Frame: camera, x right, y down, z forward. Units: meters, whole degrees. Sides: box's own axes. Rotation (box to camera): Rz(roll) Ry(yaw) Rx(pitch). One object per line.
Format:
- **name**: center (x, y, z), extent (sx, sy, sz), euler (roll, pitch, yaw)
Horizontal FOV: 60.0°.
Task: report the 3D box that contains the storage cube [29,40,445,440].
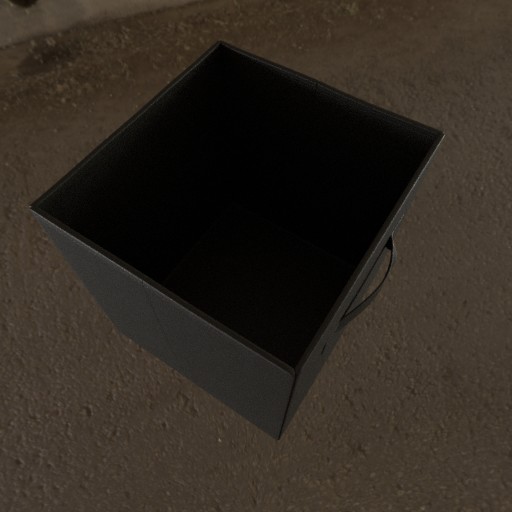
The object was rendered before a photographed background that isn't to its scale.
- **storage cube**: center (0.000, 0.000, 0.495), extent (0.270, 0.280, 0.270), euler (29, 64, 16)
